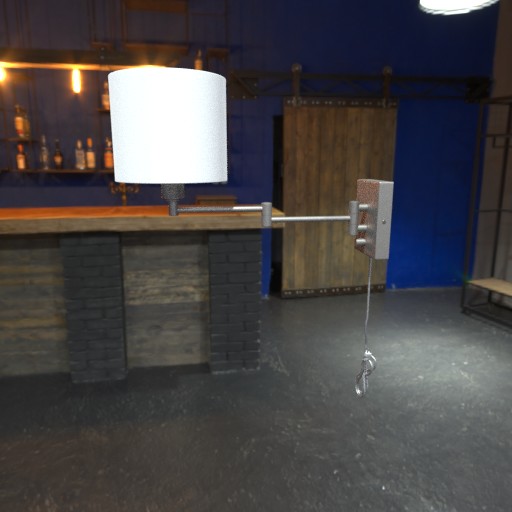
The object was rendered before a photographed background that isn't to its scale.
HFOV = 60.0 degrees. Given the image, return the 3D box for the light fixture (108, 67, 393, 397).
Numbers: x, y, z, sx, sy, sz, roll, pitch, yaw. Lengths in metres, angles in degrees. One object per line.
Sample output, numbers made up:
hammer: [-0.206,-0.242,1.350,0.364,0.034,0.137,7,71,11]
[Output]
light fixture: [0.000,0.000,0.876,0.516,0.651,0.203,-2,13,-8]
